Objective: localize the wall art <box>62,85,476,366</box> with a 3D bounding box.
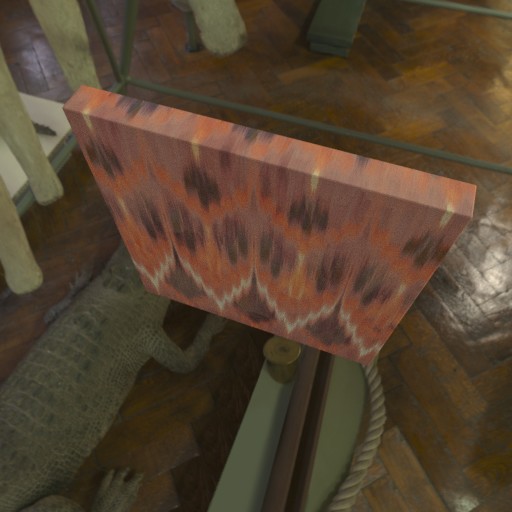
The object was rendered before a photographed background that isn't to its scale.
[{"bbox_3d":[0.000,0.000,0.592,0.403,0.406,0.038,17,60,10],"label":"wall art"}]
